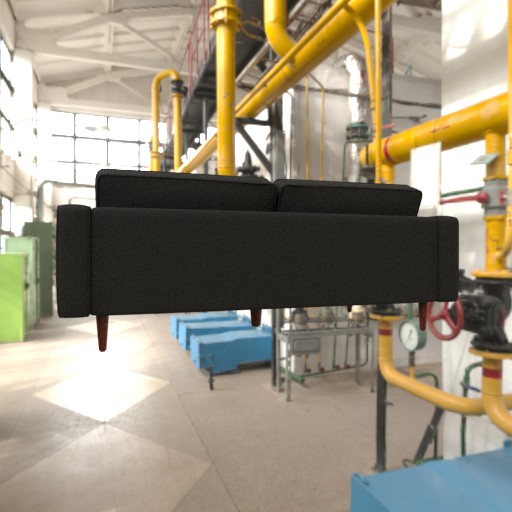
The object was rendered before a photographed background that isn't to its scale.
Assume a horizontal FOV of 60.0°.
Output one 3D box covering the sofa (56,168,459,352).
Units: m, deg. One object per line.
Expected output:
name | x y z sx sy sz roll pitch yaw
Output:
sofa | 0.000 0.000 2.372 1.875 0.759 0.914 0 0 -18
